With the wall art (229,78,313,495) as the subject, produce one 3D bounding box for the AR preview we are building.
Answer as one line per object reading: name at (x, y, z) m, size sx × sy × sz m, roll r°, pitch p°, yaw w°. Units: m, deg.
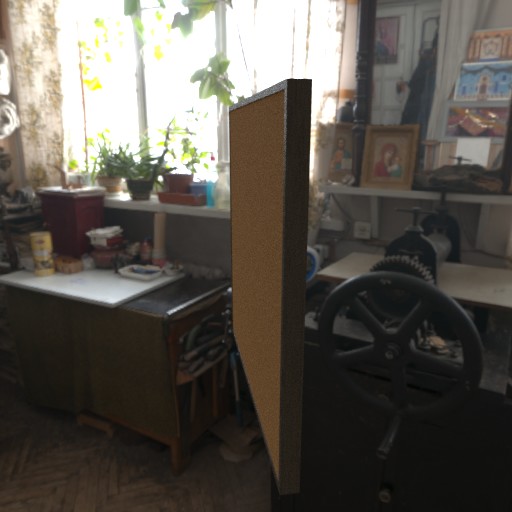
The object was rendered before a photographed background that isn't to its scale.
wall art at (0.000, 0.000, 1.124) m, size 0.039 × 0.758 × 0.758 m, roll -3°, pitch 16°, yaw -10°
